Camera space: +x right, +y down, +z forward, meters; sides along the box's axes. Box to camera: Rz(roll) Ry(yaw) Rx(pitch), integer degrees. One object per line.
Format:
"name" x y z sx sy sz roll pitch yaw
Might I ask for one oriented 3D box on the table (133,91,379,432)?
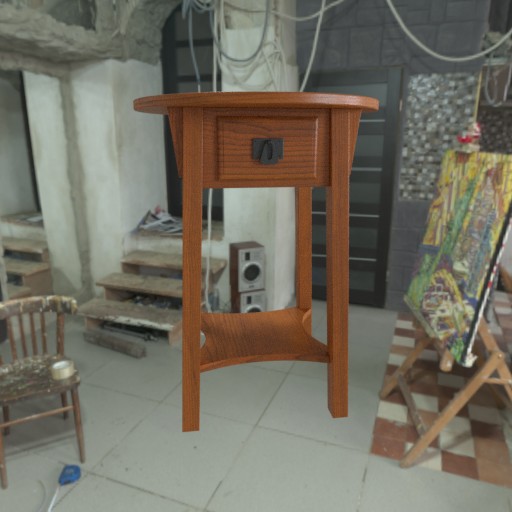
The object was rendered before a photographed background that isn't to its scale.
"table" 0.000 0.000 0.932 0.457 0.610 0.457 0 15 0
